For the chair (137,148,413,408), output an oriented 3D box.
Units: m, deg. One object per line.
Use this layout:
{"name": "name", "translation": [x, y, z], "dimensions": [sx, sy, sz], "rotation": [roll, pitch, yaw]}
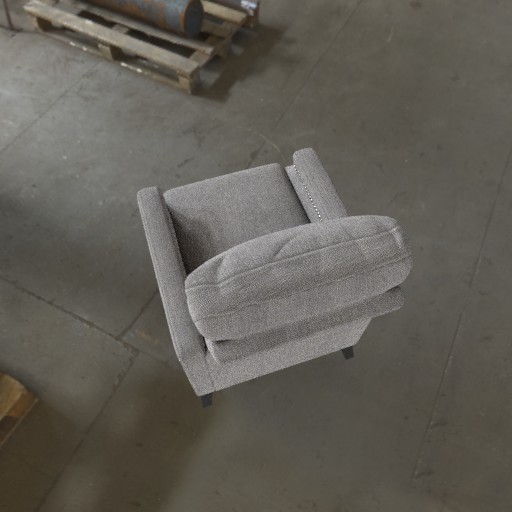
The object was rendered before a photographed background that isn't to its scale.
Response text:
{"name": "chair", "translation": [0.000, 0.000, 1.606], "dimensions": [0.710, 1.049, 0.922], "rotation": [-16, 61, -9]}
